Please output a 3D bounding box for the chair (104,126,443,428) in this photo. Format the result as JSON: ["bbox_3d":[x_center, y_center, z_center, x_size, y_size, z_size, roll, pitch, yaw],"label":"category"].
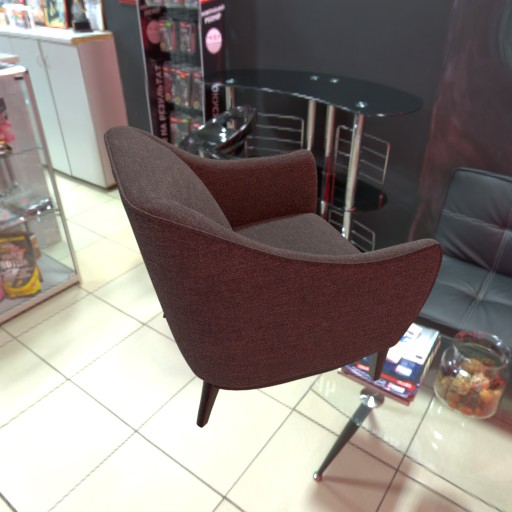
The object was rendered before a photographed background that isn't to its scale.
[{"bbox_3d":[0.000,0.000,1.552,0.851,0.829,0.870,-12,35,-17],"label":"chair"}]
